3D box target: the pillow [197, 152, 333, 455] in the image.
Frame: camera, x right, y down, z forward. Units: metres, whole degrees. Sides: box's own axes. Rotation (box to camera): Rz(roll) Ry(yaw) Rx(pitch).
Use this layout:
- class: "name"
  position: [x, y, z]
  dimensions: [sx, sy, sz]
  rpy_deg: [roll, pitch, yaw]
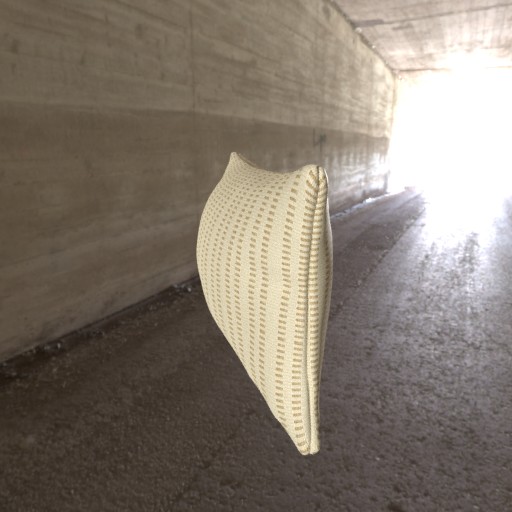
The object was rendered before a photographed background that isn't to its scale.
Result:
- class: "pillow"
  position: [0.000, 0.000, 0.798]
  dimensions: [0.210, 0.353, 0.640]
  rpy_deg: [-3, 15, -10]
